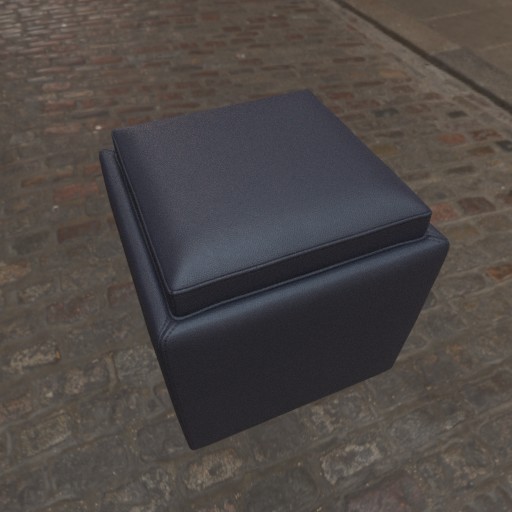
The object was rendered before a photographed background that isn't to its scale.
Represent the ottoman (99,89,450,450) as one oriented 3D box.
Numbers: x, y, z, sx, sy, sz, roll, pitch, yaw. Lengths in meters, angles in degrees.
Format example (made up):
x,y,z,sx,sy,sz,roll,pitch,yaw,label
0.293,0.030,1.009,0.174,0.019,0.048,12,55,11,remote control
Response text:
x,y,z,sx,sy,sz,roll,pitch,yaw,label
0.000,0.000,0.831,0.450,0.460,0.451,-17,50,-15,ottoman
